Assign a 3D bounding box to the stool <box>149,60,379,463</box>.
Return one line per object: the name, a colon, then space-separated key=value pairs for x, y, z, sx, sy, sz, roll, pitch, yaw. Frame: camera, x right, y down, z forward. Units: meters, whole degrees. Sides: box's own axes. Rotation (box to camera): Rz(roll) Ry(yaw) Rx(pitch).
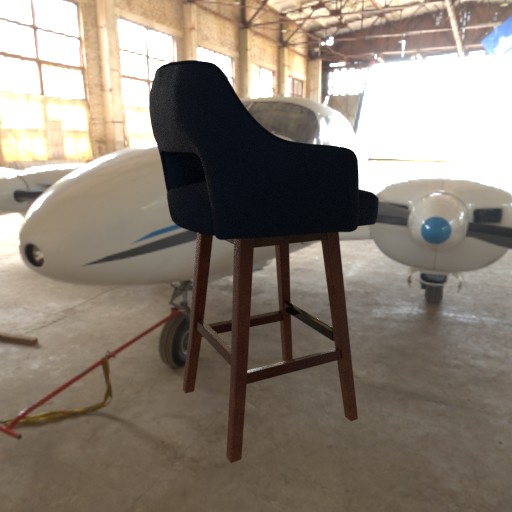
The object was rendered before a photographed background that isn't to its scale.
stool: x=0.000 y=0.000 z=1.353 sx=0.560 sy=1.041 sz=0.550 roll=-7 pitch=16 yaw=-26
